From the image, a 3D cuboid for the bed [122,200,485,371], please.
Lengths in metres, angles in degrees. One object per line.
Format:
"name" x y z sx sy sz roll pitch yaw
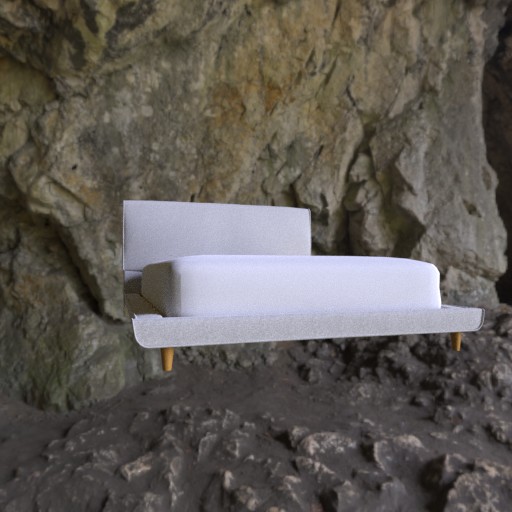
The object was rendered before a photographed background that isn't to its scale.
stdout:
"bed" 0.000 0.000 3.245 1.840 1.067 2.368 1 -2 -18
